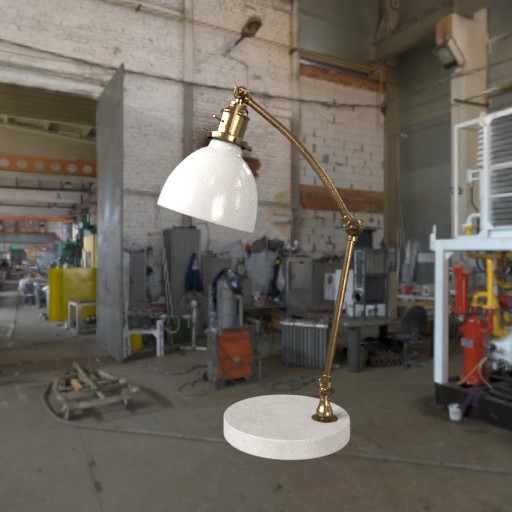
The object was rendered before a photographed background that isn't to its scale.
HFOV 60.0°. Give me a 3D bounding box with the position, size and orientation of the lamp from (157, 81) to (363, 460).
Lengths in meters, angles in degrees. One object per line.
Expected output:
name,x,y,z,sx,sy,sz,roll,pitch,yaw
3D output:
lamp,0.000,0.000,0.673,0.317,0.522,0.186,0,0,17
